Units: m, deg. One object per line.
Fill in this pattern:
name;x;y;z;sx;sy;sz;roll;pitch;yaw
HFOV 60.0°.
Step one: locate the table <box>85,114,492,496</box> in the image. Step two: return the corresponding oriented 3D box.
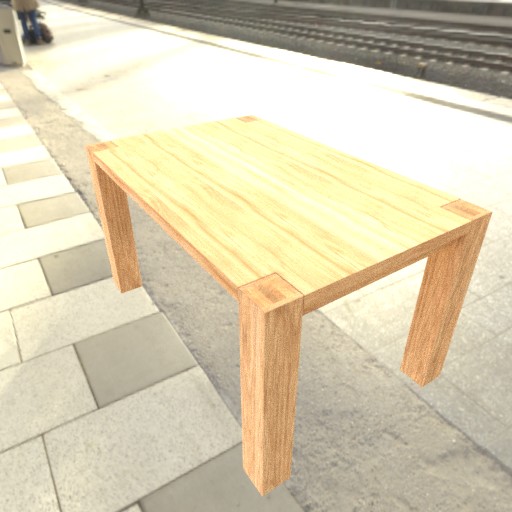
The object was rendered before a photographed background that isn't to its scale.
table;0.000;0.000;1.908;0.900;0.760;1.400;-20;38;-28
